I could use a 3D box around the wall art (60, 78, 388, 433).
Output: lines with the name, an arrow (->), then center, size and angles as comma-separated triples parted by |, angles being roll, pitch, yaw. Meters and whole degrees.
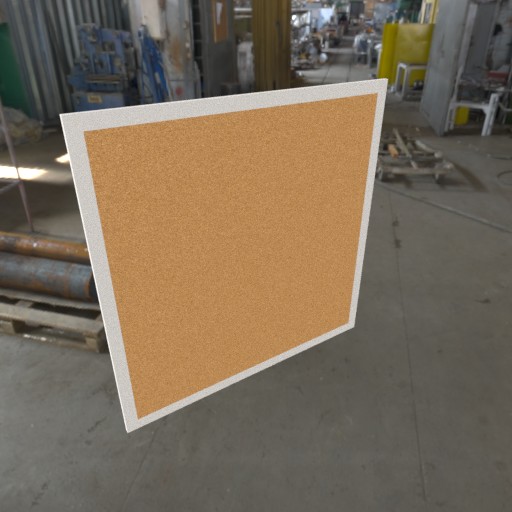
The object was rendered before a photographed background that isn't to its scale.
wall art -> 0.000, 0.000, 0.800 | 0.558, 0.559, 0.009 | -18, 34, -28
